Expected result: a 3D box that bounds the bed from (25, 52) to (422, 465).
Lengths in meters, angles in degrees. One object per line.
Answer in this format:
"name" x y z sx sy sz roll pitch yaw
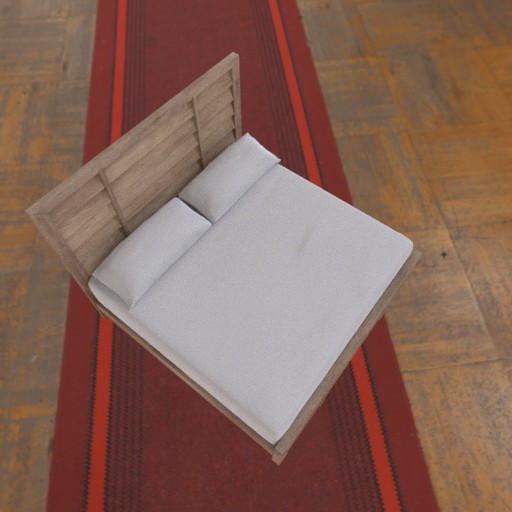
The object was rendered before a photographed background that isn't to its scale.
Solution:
"bed" 0.000 0.000 3.522 2.062 1.626 2.032 34 65 19
